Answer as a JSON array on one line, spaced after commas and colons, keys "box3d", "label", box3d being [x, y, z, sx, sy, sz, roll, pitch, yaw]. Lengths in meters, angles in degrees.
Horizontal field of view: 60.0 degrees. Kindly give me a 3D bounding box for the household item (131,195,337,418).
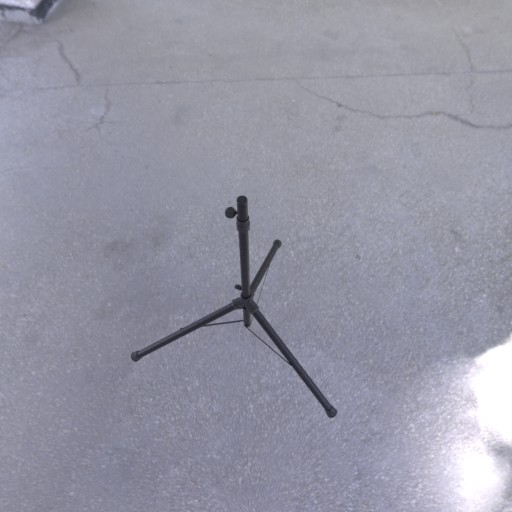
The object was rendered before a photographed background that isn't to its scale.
[{"box3d": [0.000, 0.000, 1.896, 1.045, 1.136, 0.907, 15, 60, 9], "label": "household item"}]
